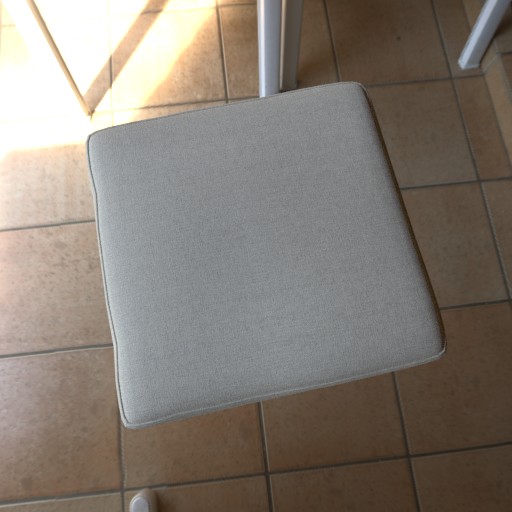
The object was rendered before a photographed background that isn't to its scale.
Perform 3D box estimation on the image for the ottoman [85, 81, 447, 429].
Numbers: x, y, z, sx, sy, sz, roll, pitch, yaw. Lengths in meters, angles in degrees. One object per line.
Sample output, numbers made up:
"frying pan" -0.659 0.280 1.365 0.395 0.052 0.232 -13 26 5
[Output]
"ottoman" 0.000 0.000 1.360 0.838 0.503 0.838 -12 76 -3
